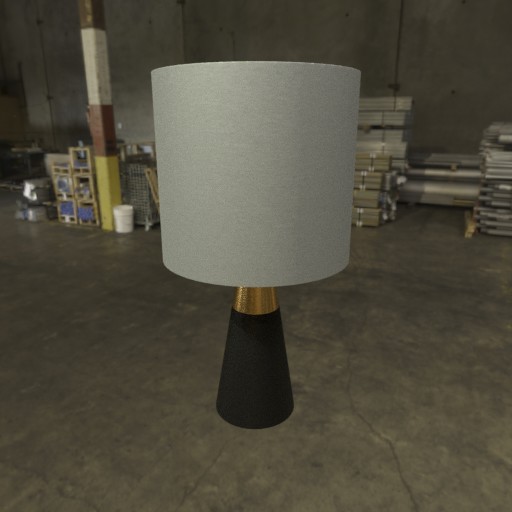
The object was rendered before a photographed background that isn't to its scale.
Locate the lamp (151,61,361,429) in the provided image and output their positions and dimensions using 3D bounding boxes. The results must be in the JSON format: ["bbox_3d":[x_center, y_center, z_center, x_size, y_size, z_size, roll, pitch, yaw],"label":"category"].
[{"bbox_3d":[0.000,0.000,0.748,0.308,0.580,0.308,8,19,26],"label":"lamp"}]
